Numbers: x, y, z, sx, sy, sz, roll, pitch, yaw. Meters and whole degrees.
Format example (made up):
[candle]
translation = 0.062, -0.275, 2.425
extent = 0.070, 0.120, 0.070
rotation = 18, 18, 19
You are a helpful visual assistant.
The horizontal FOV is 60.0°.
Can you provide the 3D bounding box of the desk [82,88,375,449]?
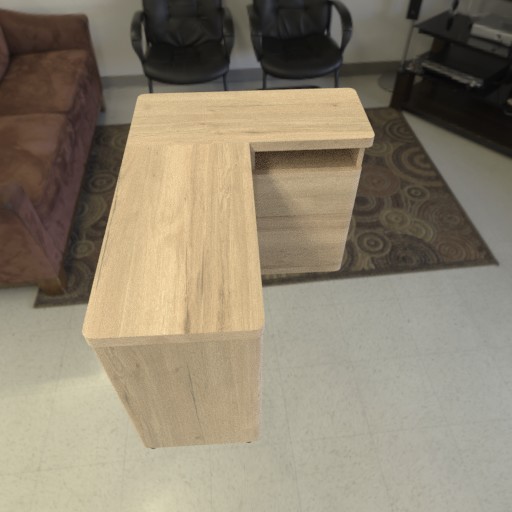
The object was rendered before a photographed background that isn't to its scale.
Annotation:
[desk]
translation = 0.000, 0.000, 1.731
extent = 0.900, 0.760, 1.169
rotation = -3, 48, -2
